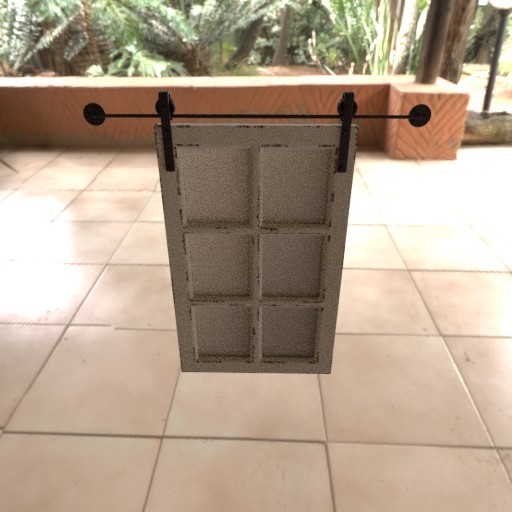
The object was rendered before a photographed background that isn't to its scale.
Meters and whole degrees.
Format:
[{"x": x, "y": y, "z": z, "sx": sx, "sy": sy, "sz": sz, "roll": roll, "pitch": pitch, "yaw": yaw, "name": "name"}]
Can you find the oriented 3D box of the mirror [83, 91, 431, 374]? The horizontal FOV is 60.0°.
[{"x": 0.000, "y": 0.000, "z": 1.198, "sx": 0.808, "sy": 0.844, "sz": 0.037, "roll": 1, "pitch": 30, "yaw": 1, "name": "mirror"}]
